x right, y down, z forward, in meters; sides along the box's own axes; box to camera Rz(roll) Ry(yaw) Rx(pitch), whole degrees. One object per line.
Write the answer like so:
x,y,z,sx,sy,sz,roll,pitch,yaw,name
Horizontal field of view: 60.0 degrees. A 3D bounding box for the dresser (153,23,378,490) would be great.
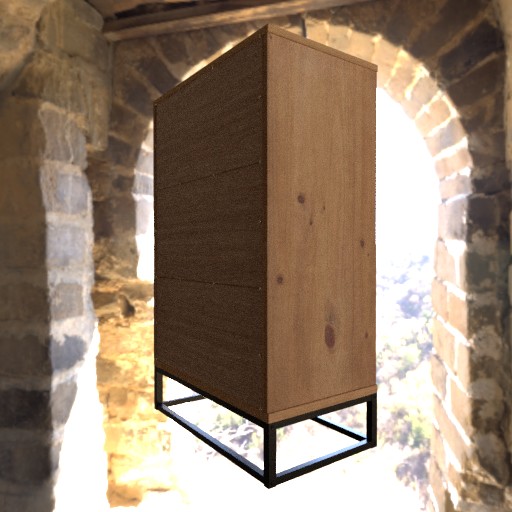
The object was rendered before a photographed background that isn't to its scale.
0.000,0.000,1.620,0.479,1.240,0.761,0,1,-36,dresser
